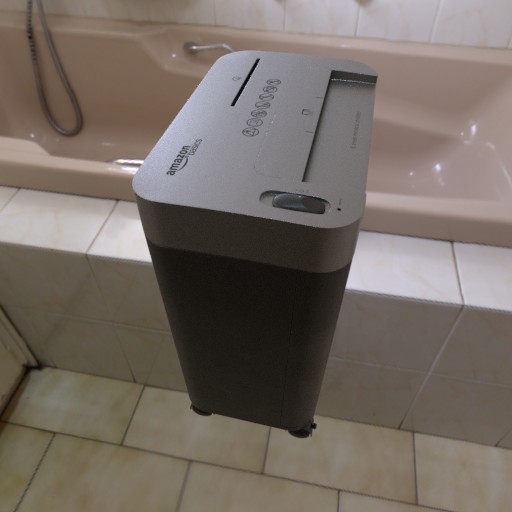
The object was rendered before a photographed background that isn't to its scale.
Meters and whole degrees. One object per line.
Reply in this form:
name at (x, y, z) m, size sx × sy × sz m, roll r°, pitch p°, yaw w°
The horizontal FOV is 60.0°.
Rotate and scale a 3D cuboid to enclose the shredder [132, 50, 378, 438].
shredder at (0.000, 0.000, 0.594) m, size 0.237 × 0.419 × 0.311 m, roll 10°, pitch 47°, yaw 9°
